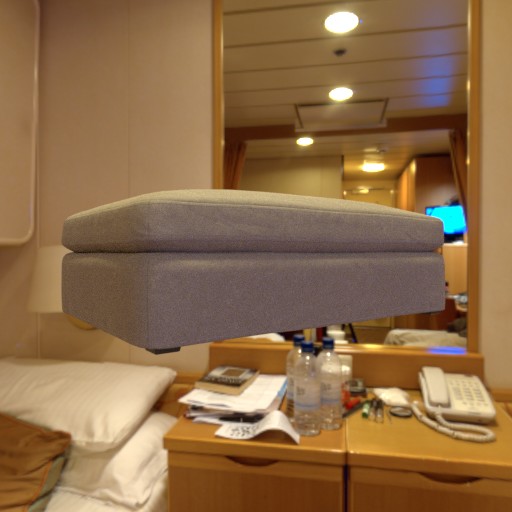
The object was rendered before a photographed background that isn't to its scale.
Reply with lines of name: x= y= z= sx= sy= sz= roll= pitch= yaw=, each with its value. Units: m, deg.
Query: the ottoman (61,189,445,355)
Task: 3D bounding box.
ottoman: x=0.000 y=0.000 z=1.633 sx=1.199 sy=0.429 sz=0.840 roll=0 pitch=1 yaw=-36
